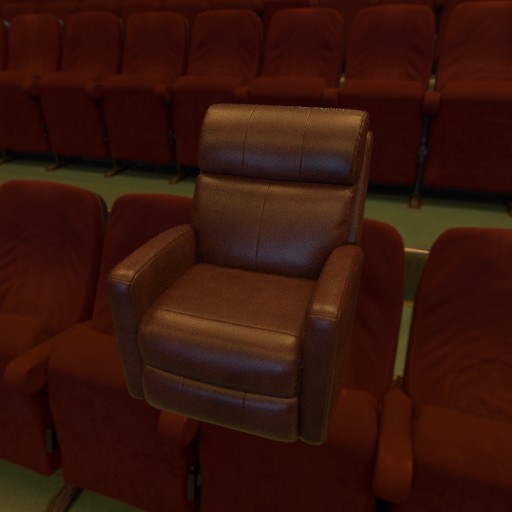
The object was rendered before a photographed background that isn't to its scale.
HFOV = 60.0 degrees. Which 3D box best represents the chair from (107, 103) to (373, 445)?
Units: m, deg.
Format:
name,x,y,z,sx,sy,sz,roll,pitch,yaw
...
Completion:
name,x,y,z,sx,sy,sz,roll,pitch,yaw
chair,0.000,0.000,1.715,0.787,1.016,0.939,8,27,16
